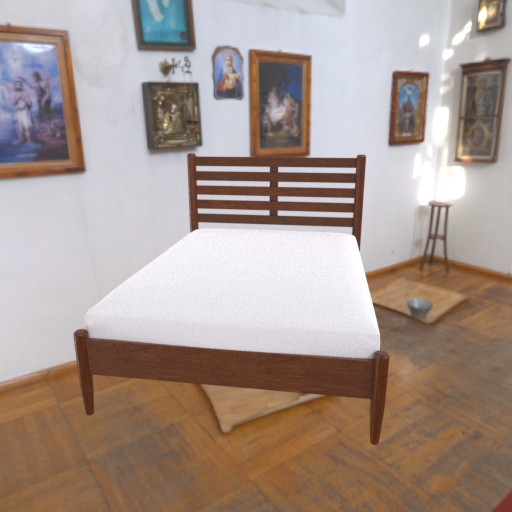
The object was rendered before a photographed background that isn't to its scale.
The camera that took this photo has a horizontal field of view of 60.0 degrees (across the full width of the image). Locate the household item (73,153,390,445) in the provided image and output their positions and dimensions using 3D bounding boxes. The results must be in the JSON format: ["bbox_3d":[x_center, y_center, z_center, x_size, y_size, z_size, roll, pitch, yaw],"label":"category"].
[{"bbox_3d":[0.000,0.000,3.258,1.663,1.356,2.232,2,16,9],"label":"household item"}]
